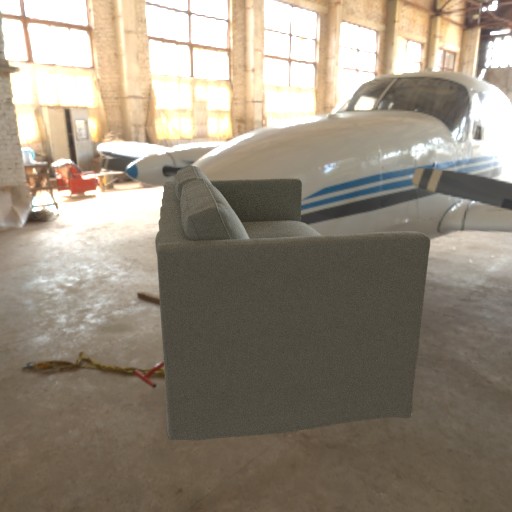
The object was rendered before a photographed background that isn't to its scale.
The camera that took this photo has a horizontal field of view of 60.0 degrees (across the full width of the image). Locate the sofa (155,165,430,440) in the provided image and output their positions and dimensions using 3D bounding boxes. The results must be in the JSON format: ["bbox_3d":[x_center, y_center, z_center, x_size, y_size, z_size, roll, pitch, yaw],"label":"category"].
[{"bbox_3d":[0.000,0.000,2.305,0.944,0.830,1.727,-3,17,-10],"label":"sofa"}]
